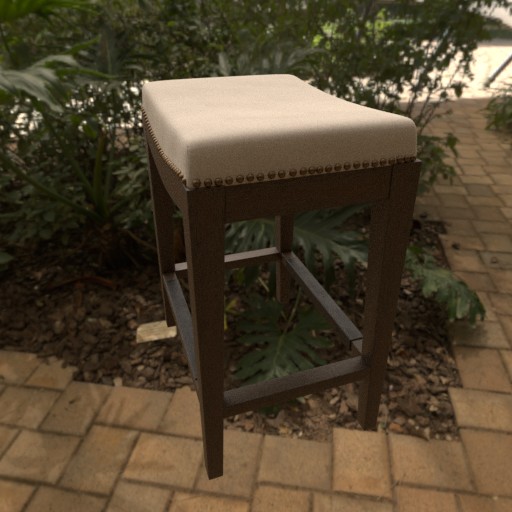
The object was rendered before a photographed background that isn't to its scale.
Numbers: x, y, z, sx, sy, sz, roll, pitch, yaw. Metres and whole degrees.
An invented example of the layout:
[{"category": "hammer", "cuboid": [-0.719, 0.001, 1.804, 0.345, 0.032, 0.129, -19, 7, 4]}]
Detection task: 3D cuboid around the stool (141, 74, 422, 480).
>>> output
[{"category": "stool", "cuboid": [0.000, 0.000, 0.926, 0.361, 0.642, 0.500, -10, 32, -16]}]
